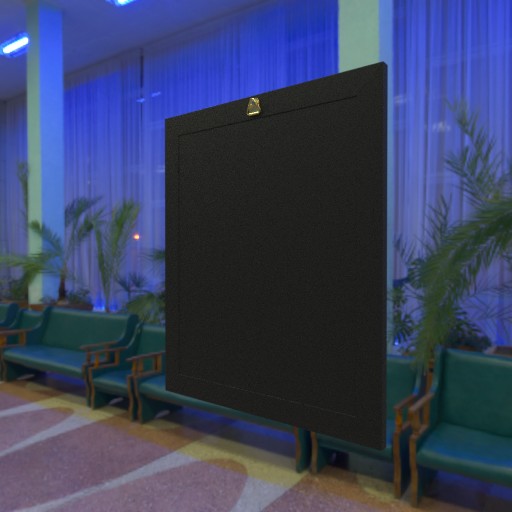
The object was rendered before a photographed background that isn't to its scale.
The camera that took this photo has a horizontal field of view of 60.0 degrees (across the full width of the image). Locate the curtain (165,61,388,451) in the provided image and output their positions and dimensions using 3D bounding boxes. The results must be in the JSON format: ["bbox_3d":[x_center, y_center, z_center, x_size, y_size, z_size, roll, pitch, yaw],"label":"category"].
[{"bbox_3d":[0.000,0.000,0.814,0.483,0.585,0.027,1,1,37],"label":"curtain"}]
